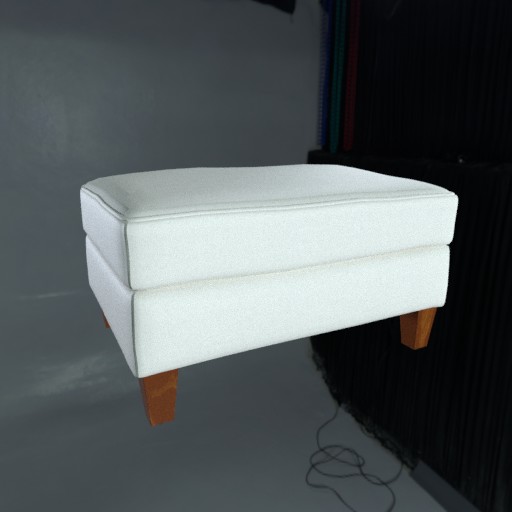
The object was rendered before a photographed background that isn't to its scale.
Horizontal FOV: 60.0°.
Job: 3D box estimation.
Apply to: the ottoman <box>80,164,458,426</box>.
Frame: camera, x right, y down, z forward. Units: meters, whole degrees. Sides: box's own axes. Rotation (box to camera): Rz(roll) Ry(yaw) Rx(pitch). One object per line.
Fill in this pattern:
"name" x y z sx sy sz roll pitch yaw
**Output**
"ottoman" 0.000 0.000 1.205 0.818 0.479 0.634 -8 17 -26
